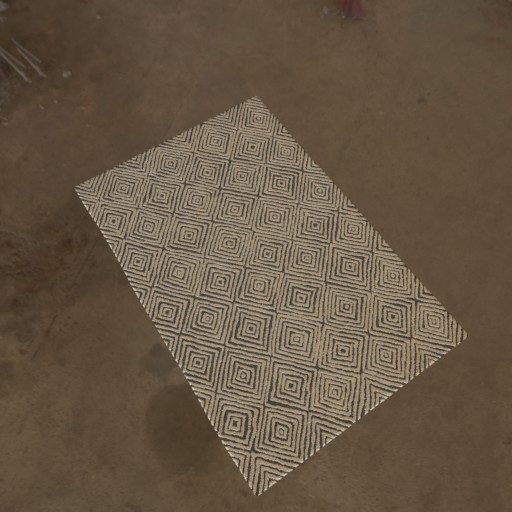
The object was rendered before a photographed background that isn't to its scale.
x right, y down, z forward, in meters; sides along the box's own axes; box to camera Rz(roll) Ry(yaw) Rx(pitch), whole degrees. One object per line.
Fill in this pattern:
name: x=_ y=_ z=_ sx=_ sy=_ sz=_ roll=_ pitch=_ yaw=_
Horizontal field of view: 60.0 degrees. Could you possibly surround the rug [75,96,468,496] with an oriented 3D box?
rug: x=0.000 y=0.000 z=2.195 sx=1.177 sy=0.004 sz=1.750 roll=-31 pitch=69 yaw=-14
